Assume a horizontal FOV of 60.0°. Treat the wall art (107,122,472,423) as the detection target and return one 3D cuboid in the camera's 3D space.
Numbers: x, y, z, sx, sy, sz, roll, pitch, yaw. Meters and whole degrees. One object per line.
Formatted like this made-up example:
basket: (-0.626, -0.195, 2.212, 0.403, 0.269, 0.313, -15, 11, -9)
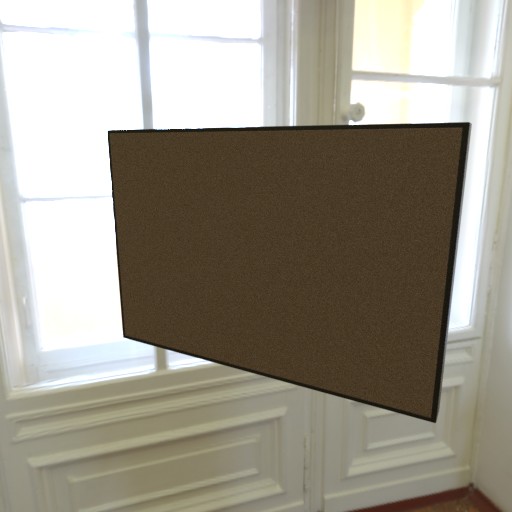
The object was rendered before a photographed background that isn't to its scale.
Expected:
wall art: (0.000, 0.000, 1.146, 0.939, 0.640, 0.058, 8, 16, 28)
